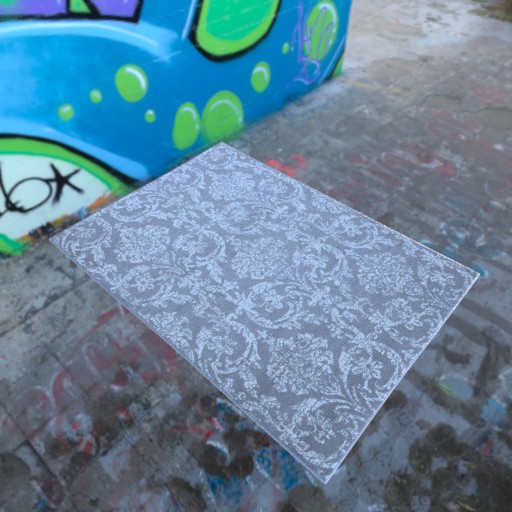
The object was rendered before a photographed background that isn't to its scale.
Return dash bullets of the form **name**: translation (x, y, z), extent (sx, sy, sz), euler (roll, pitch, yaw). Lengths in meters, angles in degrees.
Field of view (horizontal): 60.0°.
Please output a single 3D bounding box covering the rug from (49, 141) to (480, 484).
- **rug**: translation (0.000, 0.000, 2.770), extent (2.206, 0.014, 1.578), euler (33, 54, 28)
